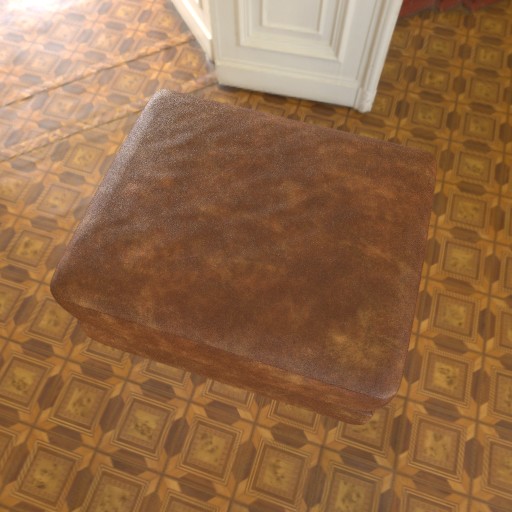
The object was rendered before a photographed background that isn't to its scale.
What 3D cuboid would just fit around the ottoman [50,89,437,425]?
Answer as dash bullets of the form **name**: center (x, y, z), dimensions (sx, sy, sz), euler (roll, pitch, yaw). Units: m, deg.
- **ottoman**: center (0.000, 0.000, 1.117), dimensions (0.751, 0.476, 0.603), euler (16, 66, 7)
